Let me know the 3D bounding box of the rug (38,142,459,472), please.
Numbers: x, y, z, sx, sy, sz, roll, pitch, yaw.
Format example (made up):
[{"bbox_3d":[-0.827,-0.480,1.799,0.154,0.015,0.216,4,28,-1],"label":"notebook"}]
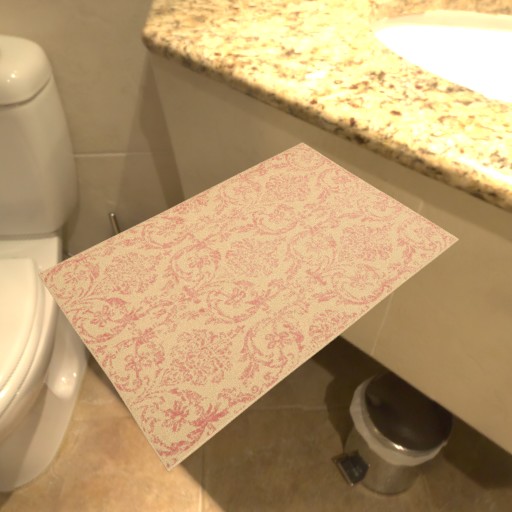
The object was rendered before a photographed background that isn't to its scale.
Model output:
[{"bbox_3d":[0.000,0.000,3.446,2.746,0.018,1.819,-32,55,-26],"label":"rug"}]
